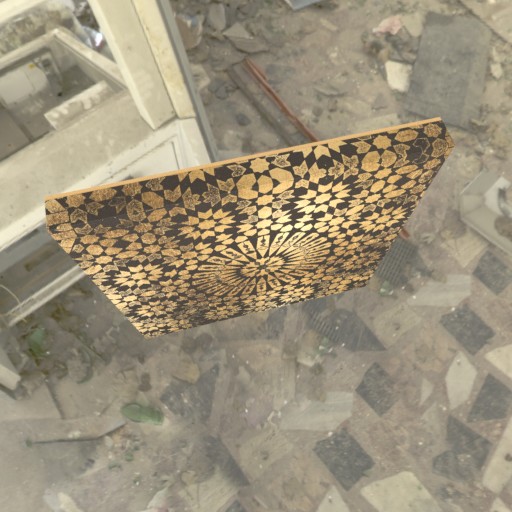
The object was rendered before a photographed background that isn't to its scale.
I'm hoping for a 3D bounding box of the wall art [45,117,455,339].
[{"bbox_3d":[0.000,0.000,0.617,0.405,0.405,0.038,-13,66,-6],"label":"wall art"}]
